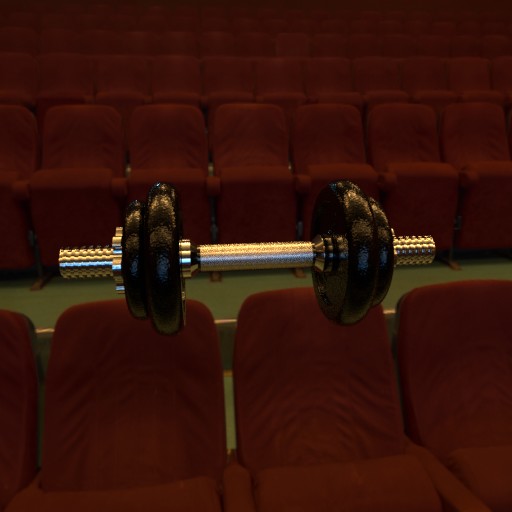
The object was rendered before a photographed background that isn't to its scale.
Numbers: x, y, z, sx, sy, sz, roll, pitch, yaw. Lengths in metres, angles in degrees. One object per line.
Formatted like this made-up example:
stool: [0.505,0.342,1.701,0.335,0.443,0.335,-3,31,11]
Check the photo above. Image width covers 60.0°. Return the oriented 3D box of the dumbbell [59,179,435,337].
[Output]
dumbbell: [0.000,0.000,0.597,0.497,0.202,0.202,-2,16,-7]
